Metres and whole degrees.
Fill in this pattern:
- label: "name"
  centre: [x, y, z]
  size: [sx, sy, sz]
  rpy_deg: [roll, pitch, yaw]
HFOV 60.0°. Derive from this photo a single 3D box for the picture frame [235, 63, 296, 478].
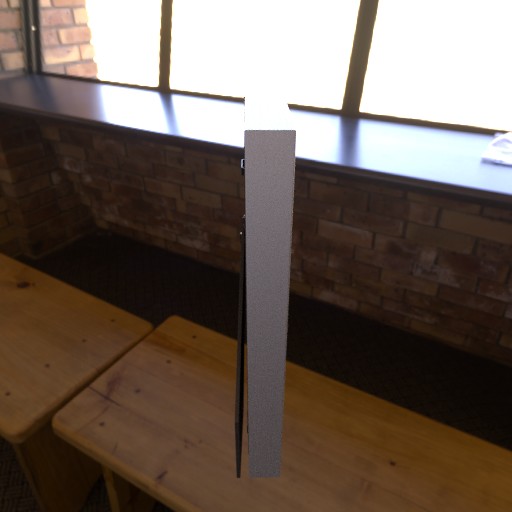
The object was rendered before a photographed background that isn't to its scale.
- label: "picture frame"
  centre: [0.000, 0.000, 0.389]
  size: [0.036, 0.282, 0.233]
  rpy_deg: [-1, 31, -1]
